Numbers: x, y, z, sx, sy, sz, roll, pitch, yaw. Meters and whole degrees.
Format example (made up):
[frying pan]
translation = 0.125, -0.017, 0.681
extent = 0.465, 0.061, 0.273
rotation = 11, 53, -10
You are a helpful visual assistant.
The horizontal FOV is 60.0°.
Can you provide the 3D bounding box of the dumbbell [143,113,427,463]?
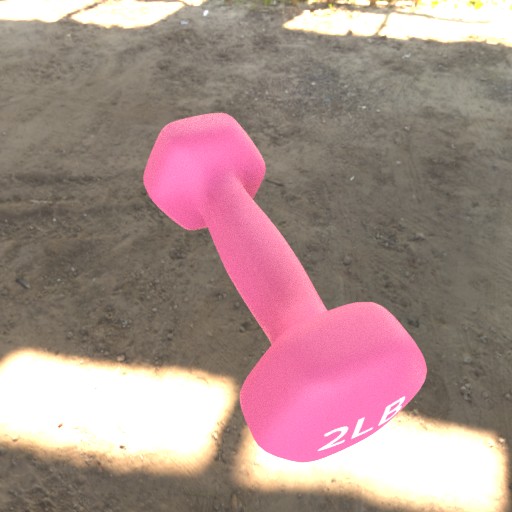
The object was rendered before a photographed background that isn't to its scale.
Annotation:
[dumbbell]
translation = 0.000, 0.000, 0.170
extent = 0.058, 0.053, 0.146
rotation = -17, 48, -16
